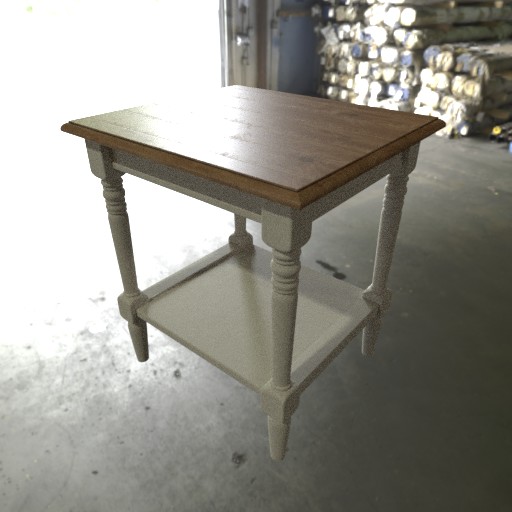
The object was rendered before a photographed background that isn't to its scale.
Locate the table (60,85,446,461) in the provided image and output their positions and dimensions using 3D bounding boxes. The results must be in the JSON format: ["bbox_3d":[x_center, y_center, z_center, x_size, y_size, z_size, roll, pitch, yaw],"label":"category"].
[{"bbox_3d":[0.000,0.000,0.921,0.508,0.561,0.457,23,38,33],"label":"table"}]
